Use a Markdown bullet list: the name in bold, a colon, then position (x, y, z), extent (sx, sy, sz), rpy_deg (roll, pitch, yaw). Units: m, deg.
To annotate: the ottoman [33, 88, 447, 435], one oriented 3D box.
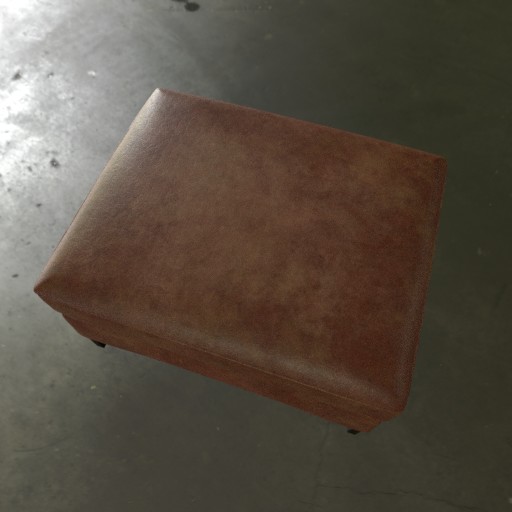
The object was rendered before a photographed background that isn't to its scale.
- **ottoman**: position (0.000, 0.000, 1.738), extent (1.186, 0.667, 0.965), rpy_deg (16, 64, 8)
